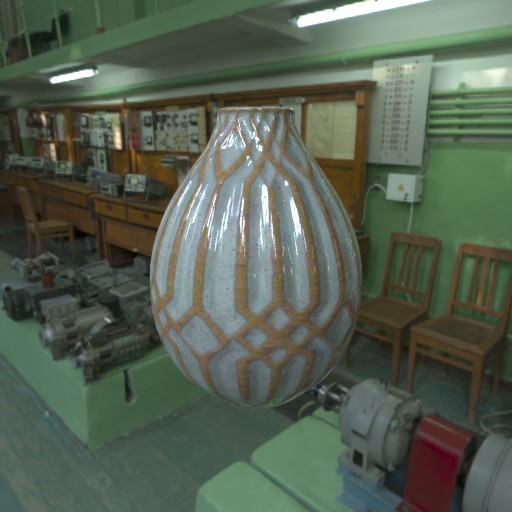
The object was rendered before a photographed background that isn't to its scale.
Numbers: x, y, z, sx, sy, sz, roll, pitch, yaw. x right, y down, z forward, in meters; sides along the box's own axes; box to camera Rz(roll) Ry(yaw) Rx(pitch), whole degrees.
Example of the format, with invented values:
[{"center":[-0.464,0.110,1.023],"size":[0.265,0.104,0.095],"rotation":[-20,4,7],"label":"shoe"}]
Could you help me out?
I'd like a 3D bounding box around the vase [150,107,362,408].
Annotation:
[{"center":[0.000,0.000,0.277],"size":[0.131,0.175,0.131],"rotation":[0,16,0],"label":"vase"}]
